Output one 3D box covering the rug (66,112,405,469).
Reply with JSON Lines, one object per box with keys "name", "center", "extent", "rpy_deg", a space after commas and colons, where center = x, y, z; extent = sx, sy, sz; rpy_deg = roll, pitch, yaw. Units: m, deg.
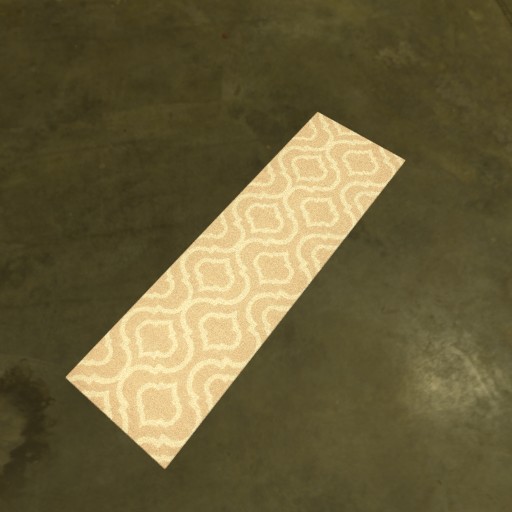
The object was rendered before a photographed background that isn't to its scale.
{"name": "rug", "center": [0.000, 0.000, 2.573], "extent": [0.691, 0.013, 2.289], "rpy_deg": [35, 68, 16]}
